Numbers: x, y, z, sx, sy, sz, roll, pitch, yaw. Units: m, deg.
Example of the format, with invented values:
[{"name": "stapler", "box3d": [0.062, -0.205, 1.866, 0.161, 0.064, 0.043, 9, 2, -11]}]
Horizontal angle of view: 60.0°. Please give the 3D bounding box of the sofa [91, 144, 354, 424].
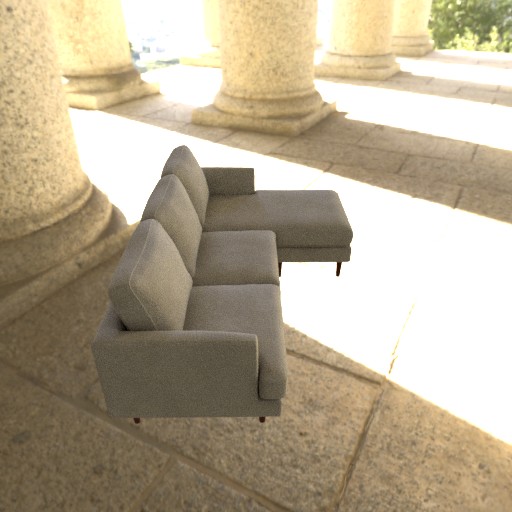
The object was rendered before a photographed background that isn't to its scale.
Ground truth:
[{"name": "sofa", "box3d": [0.000, 0.000, 3.030, 1.504, 0.956, 2.233, 0, 32, 0]}]
